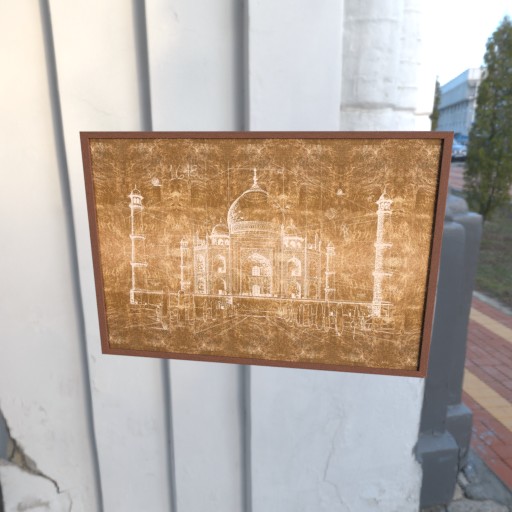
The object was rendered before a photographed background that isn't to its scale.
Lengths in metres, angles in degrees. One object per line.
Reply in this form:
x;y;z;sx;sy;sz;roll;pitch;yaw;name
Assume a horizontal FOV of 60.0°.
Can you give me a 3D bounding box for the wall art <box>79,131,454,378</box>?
0.000;0.000;0.839;0.660;0.455;0.014;2;16;8;wall art
